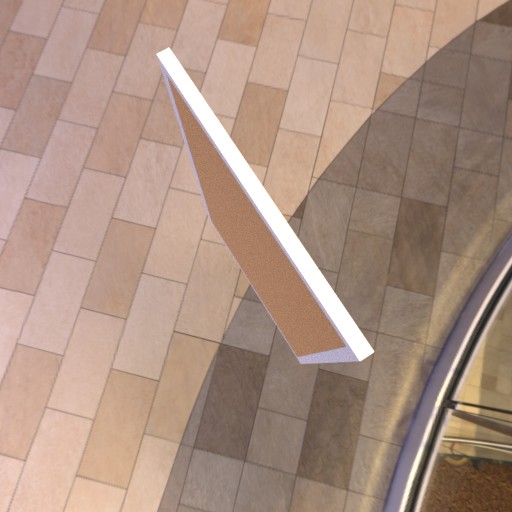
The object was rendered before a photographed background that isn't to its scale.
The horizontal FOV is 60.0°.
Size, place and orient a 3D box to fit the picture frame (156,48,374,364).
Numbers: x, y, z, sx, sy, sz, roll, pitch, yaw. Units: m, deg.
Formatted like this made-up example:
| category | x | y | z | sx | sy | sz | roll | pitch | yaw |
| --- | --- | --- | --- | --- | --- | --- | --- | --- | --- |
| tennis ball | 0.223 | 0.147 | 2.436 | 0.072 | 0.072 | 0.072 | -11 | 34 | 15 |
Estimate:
| category | x | y | z | sx | sy | sz | roll | pitch | yaw |
| --- | --- | --- | --- | --- | --- | --- | --- | --- | --- |
| picture frame | 0.000 | 0.000 | 0.563 | 0.013 | 0.434 | 0.305 | -31 | 78 | -7 |
